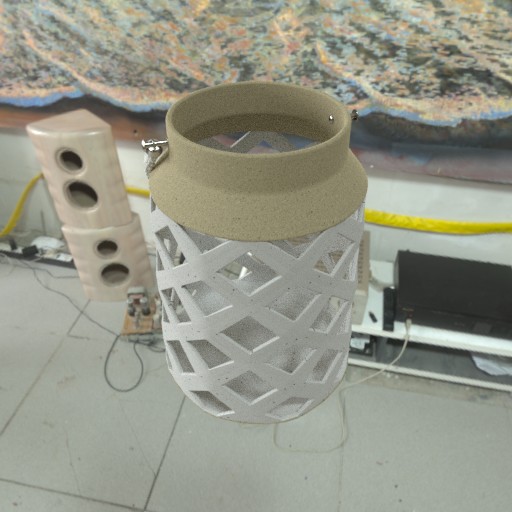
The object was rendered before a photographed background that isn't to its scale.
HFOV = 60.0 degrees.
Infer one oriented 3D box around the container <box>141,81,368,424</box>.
[{"bbox_3d":[0.000,0.000,0.338,0.163,0.229,0.172,-12,42,-14],"label":"container"}]
